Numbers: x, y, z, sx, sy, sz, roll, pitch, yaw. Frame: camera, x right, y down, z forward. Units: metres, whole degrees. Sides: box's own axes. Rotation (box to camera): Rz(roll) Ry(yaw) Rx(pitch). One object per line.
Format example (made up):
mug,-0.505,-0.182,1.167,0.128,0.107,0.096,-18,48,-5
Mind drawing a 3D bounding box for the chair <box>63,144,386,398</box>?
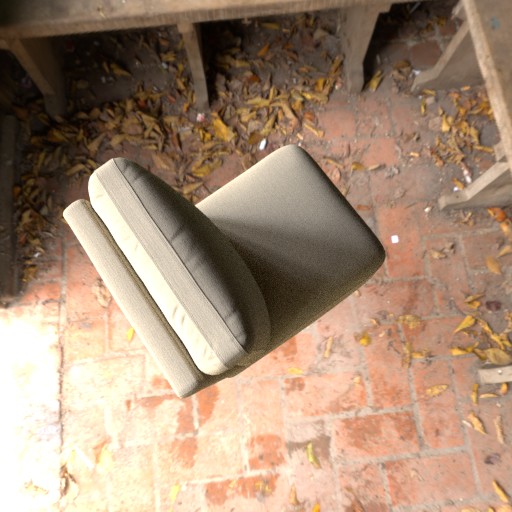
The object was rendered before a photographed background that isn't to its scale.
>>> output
chair,0.000,0.000,1.324,0.698,0.927,0.503,-34,78,-9
